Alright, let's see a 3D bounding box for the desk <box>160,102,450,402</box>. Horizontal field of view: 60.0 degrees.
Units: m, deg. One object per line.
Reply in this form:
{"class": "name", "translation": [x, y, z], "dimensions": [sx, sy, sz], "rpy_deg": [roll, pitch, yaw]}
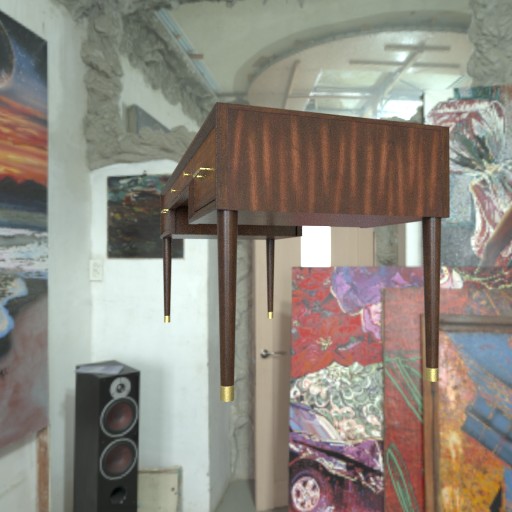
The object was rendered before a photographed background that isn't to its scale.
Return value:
{"class": "desk", "translation": [0.000, 0.000, 1.968], "dimensions": [0.724, 0.762, 1.575], "rpy_deg": [0, -1, -17]}
